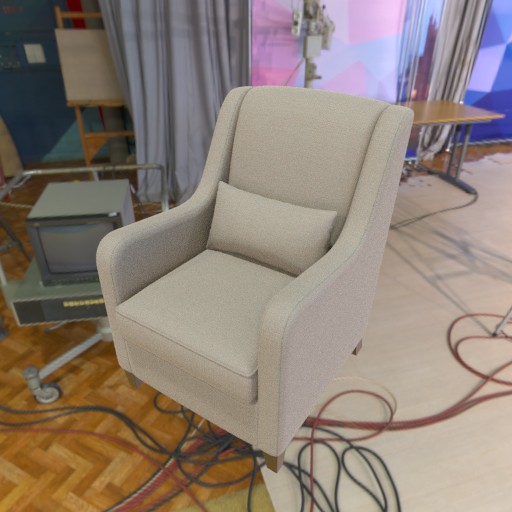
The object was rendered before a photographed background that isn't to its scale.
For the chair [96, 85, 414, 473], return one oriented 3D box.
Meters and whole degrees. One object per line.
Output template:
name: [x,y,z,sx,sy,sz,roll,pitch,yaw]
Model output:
chair: [0.000,0.000,1.592,0.715,1.017,0.896,19,36,28]
